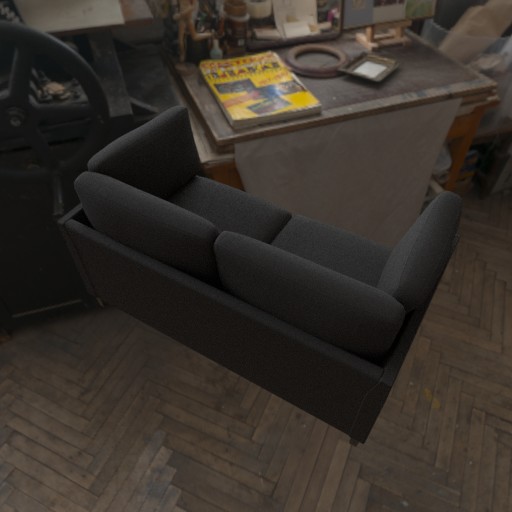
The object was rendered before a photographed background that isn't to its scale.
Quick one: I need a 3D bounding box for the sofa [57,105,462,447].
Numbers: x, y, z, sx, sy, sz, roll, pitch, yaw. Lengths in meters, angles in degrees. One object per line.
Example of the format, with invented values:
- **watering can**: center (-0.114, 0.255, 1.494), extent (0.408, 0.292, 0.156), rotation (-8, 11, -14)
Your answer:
- **sofa**: center (0.000, 0.000, 2.320), extent (1.751, 0.920, 0.969), rotation (23, 52, 20)
